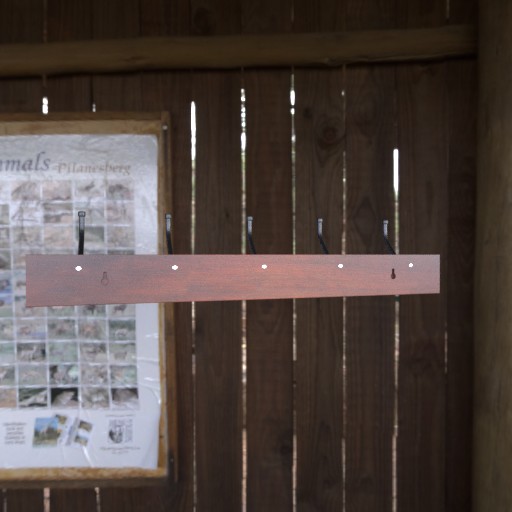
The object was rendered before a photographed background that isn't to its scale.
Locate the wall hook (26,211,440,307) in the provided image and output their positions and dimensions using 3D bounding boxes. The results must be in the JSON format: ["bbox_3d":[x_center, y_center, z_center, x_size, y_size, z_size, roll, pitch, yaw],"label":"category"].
[{"bbox_3d":[0.000,0.000,0.624,0.571,0.117,0.071,0,0,-18],"label":"wall hook"}]
